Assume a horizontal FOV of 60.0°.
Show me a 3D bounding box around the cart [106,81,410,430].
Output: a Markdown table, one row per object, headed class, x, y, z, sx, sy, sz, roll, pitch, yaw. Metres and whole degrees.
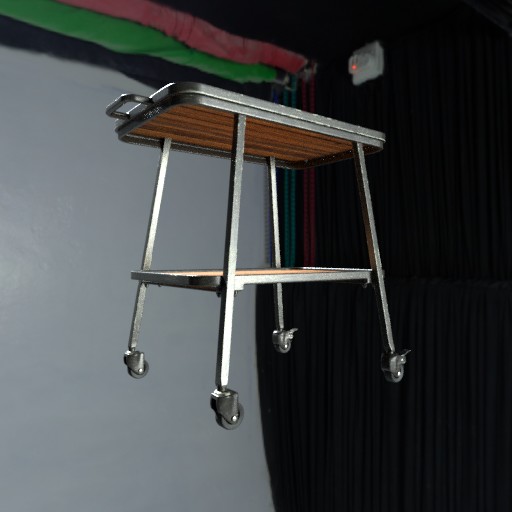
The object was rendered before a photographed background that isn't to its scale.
| class | x | y | z | sx | sy | sz | roll | pitch | yaw |
| --- | --- | --- | --- | --- | --- | --- | --- | --- | --- |
| cart | 0.000 | 0.000 | 1.238 | 0.806 | 0.700 | 0.515 | 0 | 0 | -37 |
